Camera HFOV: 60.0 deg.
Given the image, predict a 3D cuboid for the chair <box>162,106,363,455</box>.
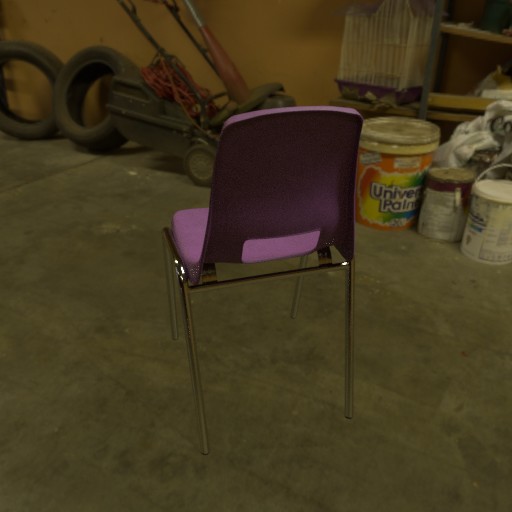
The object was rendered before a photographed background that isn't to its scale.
[{"bbox_3d":[0.000,0.000,0.974,0.381,0.704,0.432,-8,30,-14],"label":"chair"}]
